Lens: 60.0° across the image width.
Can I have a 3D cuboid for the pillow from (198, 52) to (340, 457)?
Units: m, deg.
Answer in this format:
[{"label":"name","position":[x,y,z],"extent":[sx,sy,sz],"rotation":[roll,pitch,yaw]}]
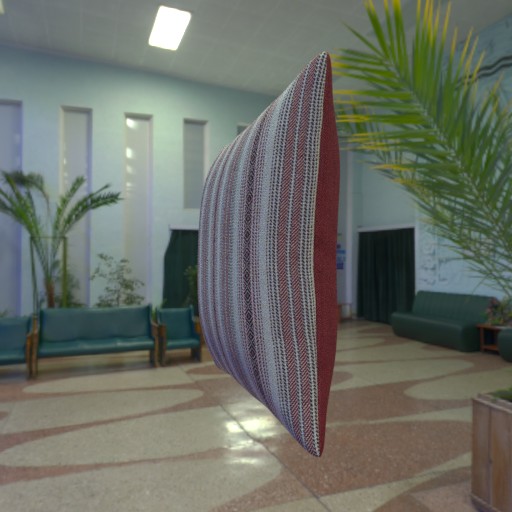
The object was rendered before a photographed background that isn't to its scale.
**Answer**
[{"label":"pillow","position":[0.000,0.000,0.780],"extent":[0.166,0.497,0.513],"rotation":[0,-1,-19]}]
